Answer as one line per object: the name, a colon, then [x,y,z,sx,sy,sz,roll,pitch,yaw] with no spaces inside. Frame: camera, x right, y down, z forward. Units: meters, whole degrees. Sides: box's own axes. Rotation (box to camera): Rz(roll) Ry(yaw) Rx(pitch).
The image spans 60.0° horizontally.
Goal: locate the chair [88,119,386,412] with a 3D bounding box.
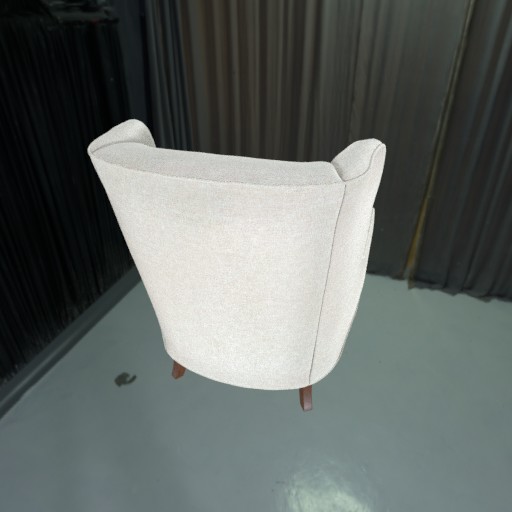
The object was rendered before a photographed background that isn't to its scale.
chair: [0.000,0.000,1.699,0.838,1.040,0.966,9,32,15]
